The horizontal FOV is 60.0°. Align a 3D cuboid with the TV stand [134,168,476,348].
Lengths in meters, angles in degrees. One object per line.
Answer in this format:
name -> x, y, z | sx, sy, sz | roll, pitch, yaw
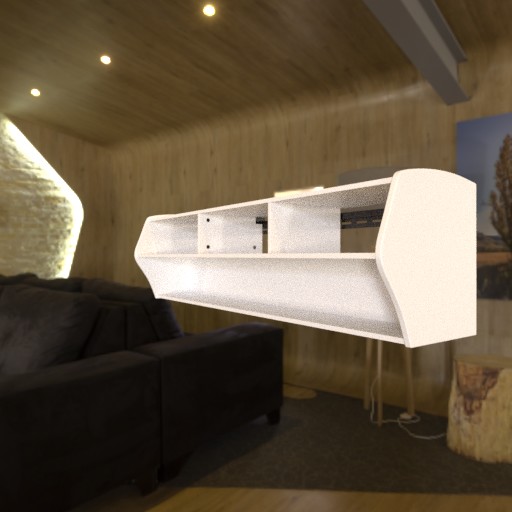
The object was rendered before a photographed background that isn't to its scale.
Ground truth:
TV stand -> 0.000, 0.000, 1.671 | 0.397, 0.424, 1.473 | 0, 0, -36
